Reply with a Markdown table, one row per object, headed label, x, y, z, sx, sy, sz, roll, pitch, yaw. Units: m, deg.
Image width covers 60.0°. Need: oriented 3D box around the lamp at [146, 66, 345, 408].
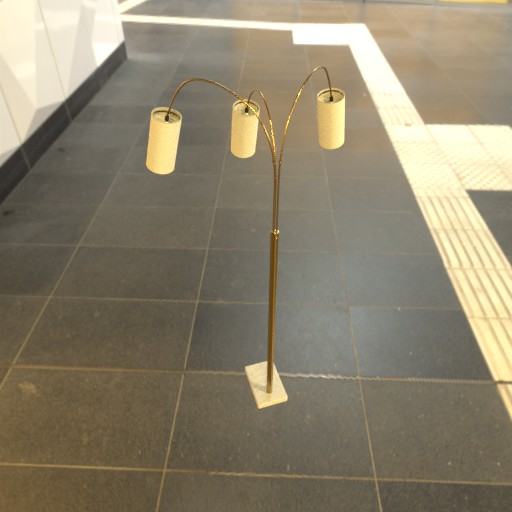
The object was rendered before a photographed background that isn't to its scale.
| label | x | y | z | sx | sy | sz | roll | pitch | yaw |
| --- | --- | --- | --- | --- | --- | --- | --- | --- | --- |
| lamp | 0.000 | 0.000 | 2.521 | 1.020 | 2.055 | 0.667 | -11 | 41 | -13 |
